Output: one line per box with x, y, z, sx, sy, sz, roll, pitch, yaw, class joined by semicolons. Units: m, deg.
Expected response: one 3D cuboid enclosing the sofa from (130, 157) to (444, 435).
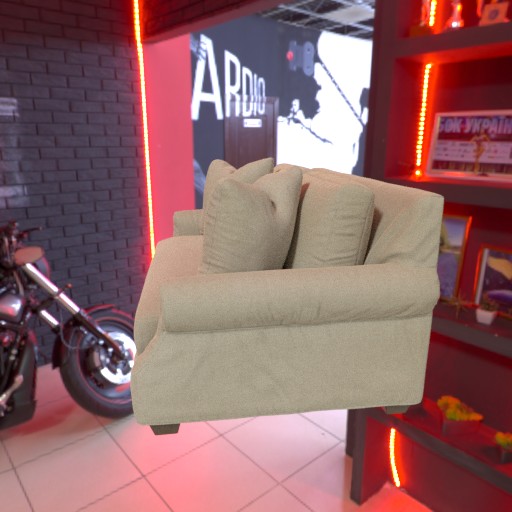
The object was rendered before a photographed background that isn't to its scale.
0.000;0.000;2.142;1.070;0.905;1.550;-2;15;-8;sofa
